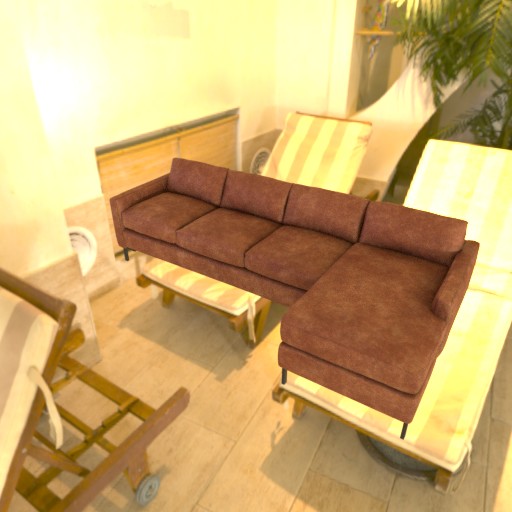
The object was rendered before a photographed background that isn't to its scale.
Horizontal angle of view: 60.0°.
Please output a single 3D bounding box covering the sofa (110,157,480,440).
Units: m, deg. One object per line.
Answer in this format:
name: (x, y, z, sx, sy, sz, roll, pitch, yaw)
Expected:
sofa: (0.000, 0.000, 3.518, 2.993, 0.859, 1.471, 18, 34, 28)
